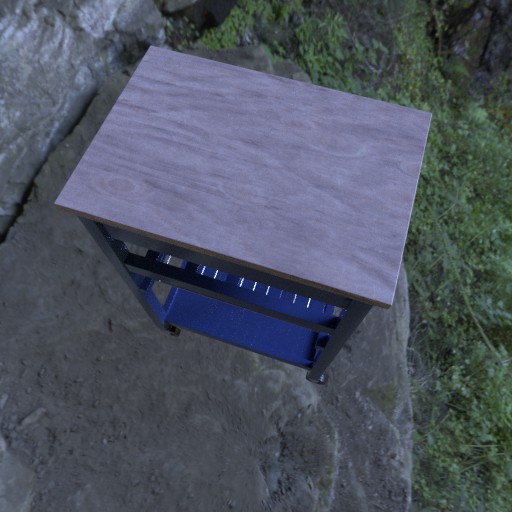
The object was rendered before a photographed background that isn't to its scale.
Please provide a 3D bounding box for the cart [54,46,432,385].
[{"bbox_3d":[0.000,0.000,1.166,0.584,0.839,0.403,17,66,8],"label":"cart"}]
